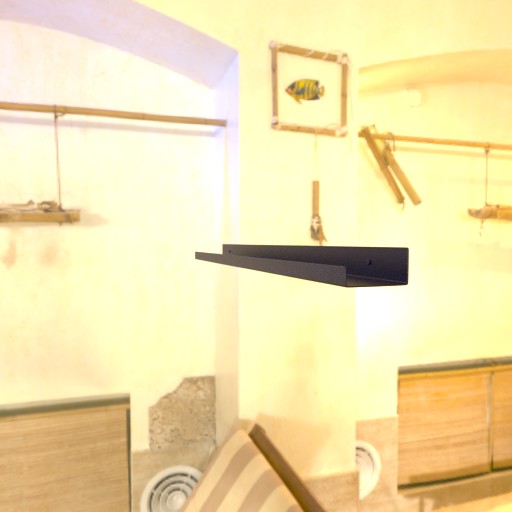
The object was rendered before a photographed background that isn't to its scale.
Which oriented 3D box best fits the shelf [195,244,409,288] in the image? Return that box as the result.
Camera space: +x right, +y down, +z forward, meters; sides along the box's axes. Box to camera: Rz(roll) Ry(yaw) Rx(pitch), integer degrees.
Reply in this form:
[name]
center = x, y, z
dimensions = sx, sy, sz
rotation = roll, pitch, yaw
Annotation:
[shelf]
center = 0.000, 0.000, 0.983
dimensions = 0.092, 0.049, 0.924
rotation = -1, 2, -19
